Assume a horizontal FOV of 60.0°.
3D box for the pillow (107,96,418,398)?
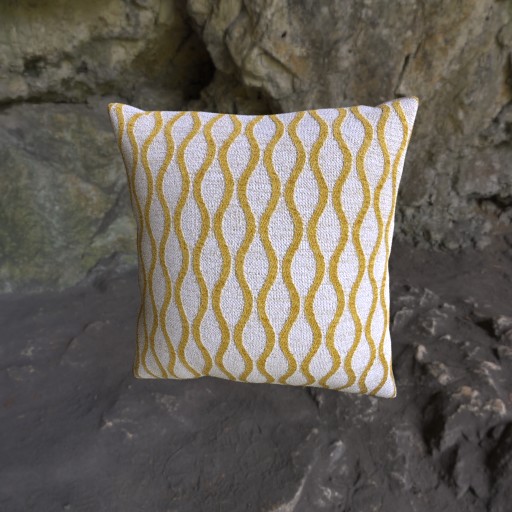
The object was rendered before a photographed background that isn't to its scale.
[{"bbox_3d":[0.000,0.000,0.647,0.429,0.436,0.159,2,15,8],"label":"pillow"}]
